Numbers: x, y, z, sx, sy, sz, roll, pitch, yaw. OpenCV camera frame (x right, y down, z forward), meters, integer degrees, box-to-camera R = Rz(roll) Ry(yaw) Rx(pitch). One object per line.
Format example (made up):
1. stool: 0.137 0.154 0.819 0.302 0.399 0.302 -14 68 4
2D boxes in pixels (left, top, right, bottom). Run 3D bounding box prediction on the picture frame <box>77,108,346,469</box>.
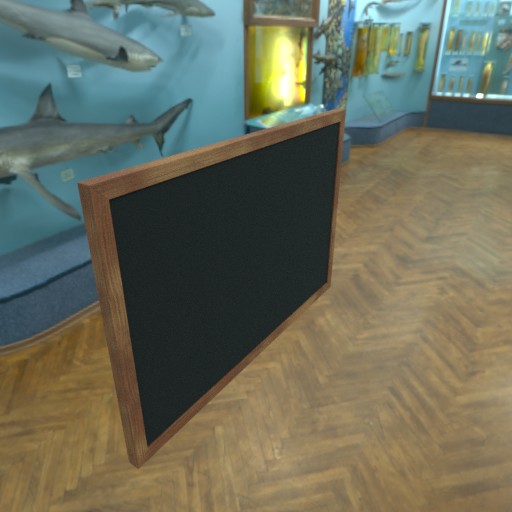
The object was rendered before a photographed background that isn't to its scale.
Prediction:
1. picture frame: 0.000 0.000 1.182 0.029 0.640 0.950 17 31 30
